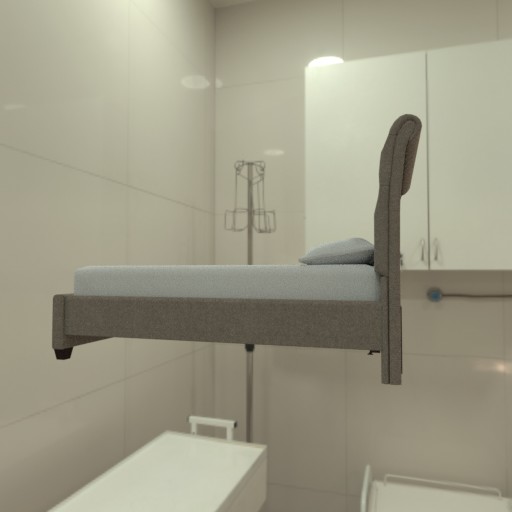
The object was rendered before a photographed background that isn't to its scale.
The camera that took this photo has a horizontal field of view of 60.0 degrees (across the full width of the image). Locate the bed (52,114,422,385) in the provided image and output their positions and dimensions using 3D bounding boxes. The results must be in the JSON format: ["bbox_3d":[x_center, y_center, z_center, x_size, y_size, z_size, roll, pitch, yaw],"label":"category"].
[{"bbox_3d":[0.000,0.000,3.314,2.252,1.371,1.645,-1,-2,17],"label":"bed"}]
